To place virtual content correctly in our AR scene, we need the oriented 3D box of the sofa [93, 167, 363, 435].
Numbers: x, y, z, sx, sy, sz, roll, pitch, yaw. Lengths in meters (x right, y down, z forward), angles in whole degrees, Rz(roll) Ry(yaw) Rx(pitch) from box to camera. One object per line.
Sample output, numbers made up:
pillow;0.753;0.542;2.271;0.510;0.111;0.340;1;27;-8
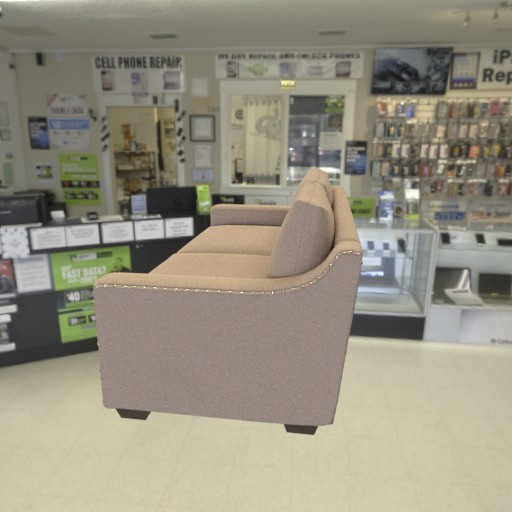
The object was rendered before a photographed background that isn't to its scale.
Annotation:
sofa;0.000;0.000;2.557;1.030;0.901;1.967;2;16;9
